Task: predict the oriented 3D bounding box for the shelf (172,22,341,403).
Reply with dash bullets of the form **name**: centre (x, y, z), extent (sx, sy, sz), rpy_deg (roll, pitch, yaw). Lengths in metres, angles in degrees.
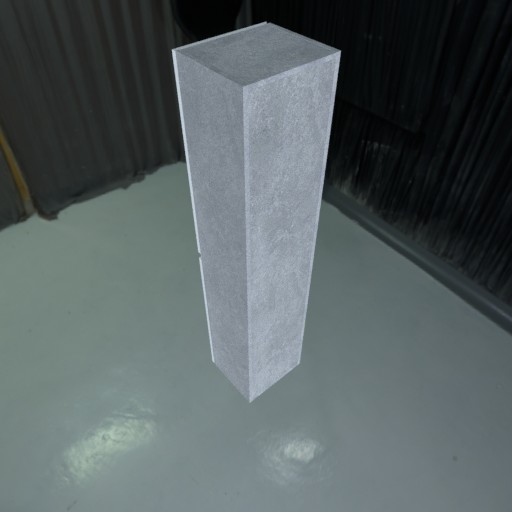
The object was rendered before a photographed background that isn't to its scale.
- **shelf**: centre (0.000, 0.000, 1.555), extent (0.300, 1.400, 0.270), rpy_deg (-31, 53, -27)
